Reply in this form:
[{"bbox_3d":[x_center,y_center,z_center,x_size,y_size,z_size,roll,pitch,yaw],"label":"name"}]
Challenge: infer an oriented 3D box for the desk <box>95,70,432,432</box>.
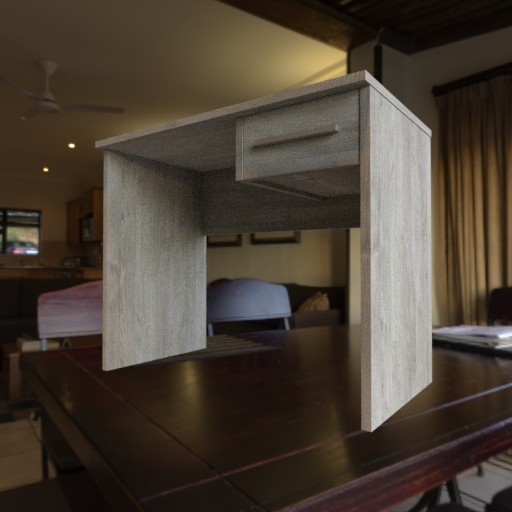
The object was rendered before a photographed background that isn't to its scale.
[{"bbox_3d":[0.000,0.000,1.336,0.893,0.724,0.498,-1,-1,36],"label":"desk"}]
